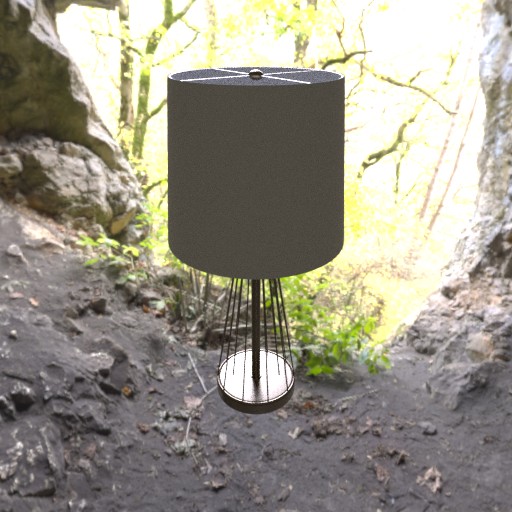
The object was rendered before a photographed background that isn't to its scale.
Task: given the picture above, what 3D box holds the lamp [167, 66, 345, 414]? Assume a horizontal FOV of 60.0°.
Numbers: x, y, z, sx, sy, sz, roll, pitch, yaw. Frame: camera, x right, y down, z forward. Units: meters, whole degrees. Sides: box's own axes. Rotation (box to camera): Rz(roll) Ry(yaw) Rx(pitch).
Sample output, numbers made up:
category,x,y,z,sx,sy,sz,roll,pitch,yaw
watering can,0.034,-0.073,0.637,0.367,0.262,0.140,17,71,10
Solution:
category,x,y,z,sx,sy,sz,roll,pitch,yaw
lamp,0.000,0.000,0.795,0.303,0.618,0.303,0,28,0
